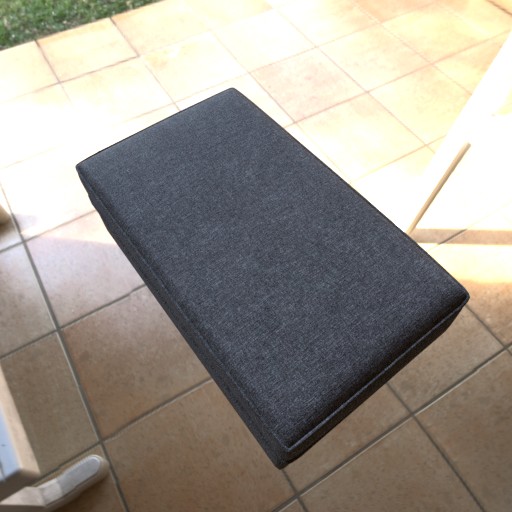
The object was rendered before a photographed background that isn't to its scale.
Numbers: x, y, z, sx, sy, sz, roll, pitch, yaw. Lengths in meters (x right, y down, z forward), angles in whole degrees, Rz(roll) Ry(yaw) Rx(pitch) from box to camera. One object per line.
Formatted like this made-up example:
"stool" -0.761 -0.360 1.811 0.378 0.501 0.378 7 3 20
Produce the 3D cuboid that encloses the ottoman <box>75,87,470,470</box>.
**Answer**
"ottoman" 0.000 0.000 1.555 0.717 0.487 1.184 -33 64 -18
